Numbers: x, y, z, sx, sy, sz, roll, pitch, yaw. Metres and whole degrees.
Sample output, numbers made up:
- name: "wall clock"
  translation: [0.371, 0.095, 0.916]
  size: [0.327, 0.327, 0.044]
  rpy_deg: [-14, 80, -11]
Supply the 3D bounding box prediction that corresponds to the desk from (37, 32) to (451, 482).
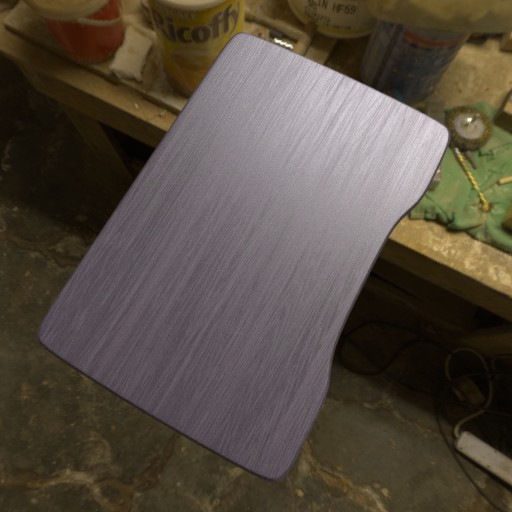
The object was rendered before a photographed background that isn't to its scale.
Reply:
- name: "desk"
  translation: [0.000, 0.000, 1.120]
  size: [0.546, 0.470, 0.820]
  rpy_deg: [28, 77, 7]
